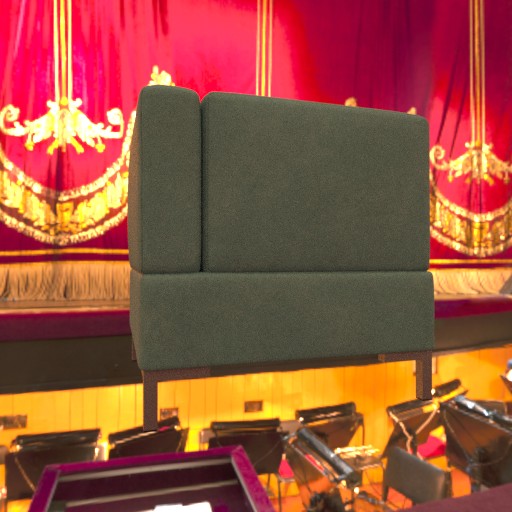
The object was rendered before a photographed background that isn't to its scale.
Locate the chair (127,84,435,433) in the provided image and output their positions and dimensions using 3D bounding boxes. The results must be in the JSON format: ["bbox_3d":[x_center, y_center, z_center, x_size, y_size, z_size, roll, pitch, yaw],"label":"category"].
[{"bbox_3d":[0.000,0.000,1.224,0.680,0.660,0.680,0,-1,-18],"label":"chair"}]
